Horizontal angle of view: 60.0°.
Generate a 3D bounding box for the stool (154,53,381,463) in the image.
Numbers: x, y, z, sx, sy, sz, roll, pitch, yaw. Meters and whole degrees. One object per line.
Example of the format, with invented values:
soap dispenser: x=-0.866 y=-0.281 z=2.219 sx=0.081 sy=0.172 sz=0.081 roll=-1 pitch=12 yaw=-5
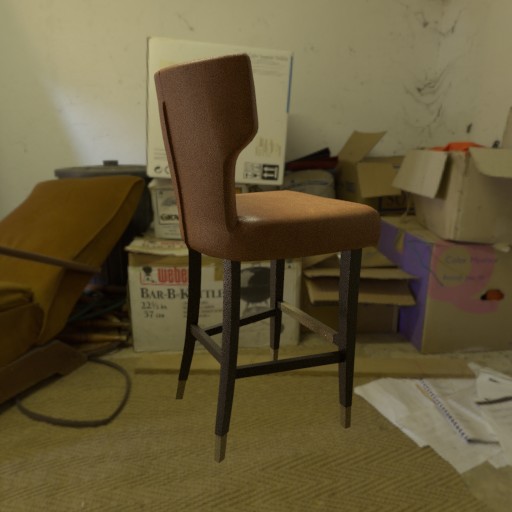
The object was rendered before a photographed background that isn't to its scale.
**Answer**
stool: x=0.000 y=0.000 z=1.403 sx=0.563 sy=1.092 sz=0.526 roll=-8 pitch=17 yaw=-27
